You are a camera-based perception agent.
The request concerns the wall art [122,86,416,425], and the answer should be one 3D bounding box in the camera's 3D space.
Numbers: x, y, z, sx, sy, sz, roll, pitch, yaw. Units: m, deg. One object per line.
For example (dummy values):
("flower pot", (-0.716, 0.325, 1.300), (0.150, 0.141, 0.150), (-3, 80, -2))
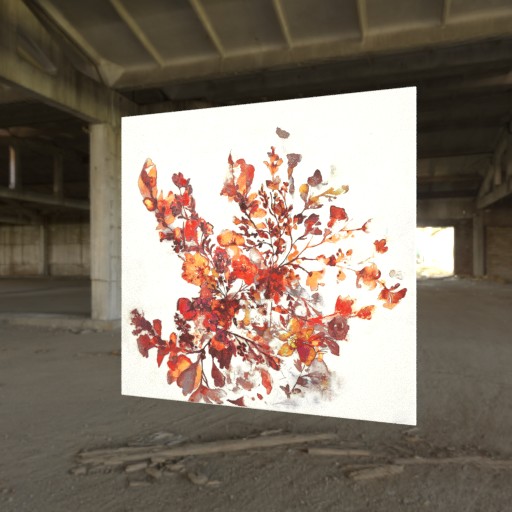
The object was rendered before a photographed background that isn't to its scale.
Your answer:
("wall art", (0.000, 0.000, 1.115), (0.757, 0.757, 0.037), (0, 0, 17))
